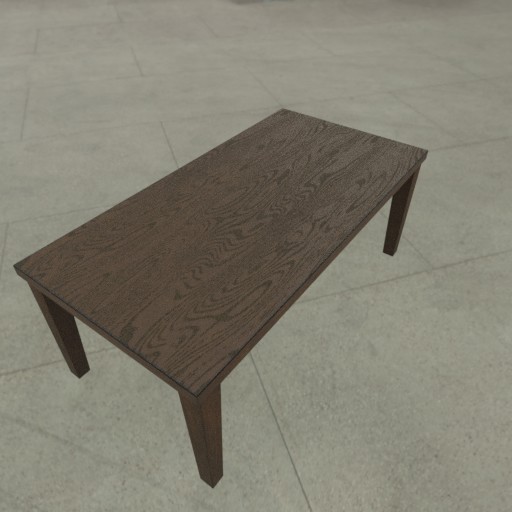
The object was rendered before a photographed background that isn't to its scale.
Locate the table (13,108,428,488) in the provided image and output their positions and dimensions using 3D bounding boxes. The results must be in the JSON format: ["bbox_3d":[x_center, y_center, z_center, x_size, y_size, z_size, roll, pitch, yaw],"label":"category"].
[{"bbox_3d":[0.000,0.000,2.436,1.016,0.762,1.981,26,47,27],"label":"table"}]
